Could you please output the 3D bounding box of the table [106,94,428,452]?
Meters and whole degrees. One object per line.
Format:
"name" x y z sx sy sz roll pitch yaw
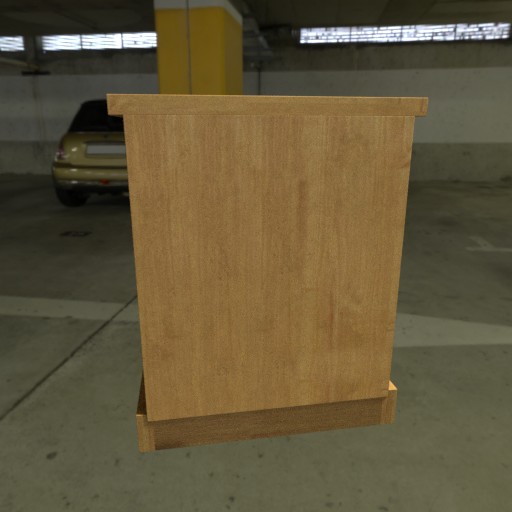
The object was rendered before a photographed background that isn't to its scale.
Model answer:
"table" 0.000 0.000 1.241 0.660 0.813 0.500 -3 16 -9
